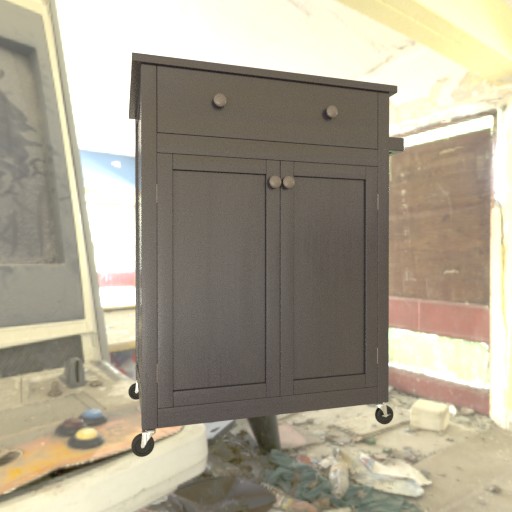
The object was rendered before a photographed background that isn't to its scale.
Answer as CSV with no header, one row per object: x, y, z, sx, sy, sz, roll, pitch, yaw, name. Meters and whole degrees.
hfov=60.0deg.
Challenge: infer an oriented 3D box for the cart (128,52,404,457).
0.000,0.000,1.256,0.690,0.878,0.449,0,1,-17,cart
